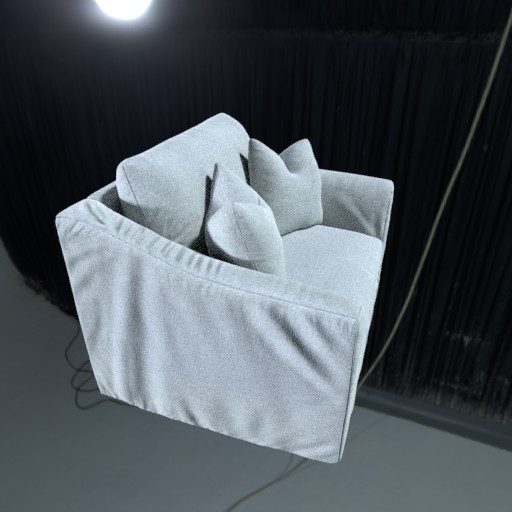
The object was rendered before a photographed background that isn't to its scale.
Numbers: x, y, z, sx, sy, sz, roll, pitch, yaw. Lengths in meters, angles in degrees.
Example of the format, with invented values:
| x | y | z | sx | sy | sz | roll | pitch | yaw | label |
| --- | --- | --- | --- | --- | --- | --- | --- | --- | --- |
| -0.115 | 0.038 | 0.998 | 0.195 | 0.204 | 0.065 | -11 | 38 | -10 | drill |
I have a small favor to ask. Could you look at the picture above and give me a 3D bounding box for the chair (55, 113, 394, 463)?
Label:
| x | y | z | sx | sy | sz | roll | pitch | yaw | label |
| --- | --- | --- | --- | --- | --- | --- | --- | --- | --- |
| 0.000 | 0.000 | 1.998 | 1.071 | 1.059 | 1.194 | 10 | 32 | 17 | chair |
